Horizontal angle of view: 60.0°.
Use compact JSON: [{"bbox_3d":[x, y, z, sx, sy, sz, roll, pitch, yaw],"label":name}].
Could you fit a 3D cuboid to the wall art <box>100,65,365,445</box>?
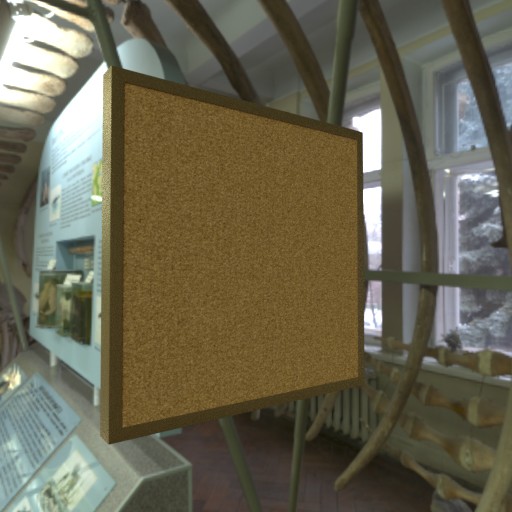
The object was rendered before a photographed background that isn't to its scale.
[{"bbox_3d":[0.000,0.000,0.759,0.510,0.509,0.037,1,-2,-36],"label":"wall art"}]
